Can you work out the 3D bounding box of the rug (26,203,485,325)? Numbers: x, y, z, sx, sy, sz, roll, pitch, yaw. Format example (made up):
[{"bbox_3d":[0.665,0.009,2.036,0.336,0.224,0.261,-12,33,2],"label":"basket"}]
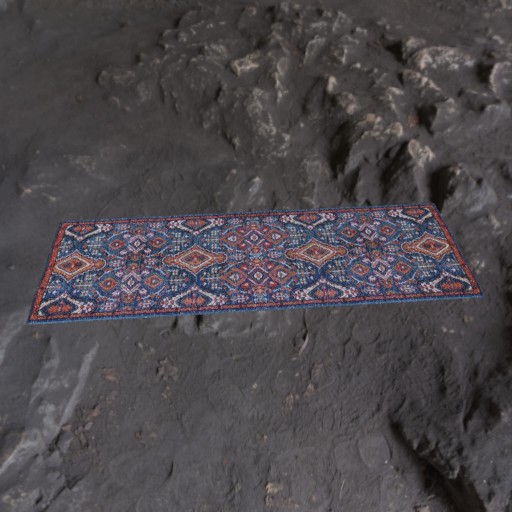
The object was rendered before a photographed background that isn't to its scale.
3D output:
[{"bbox_3d":[0.000,0.000,2.628,2.459,0.010,0.801,-3,47,-3],"label":"rug"}]
